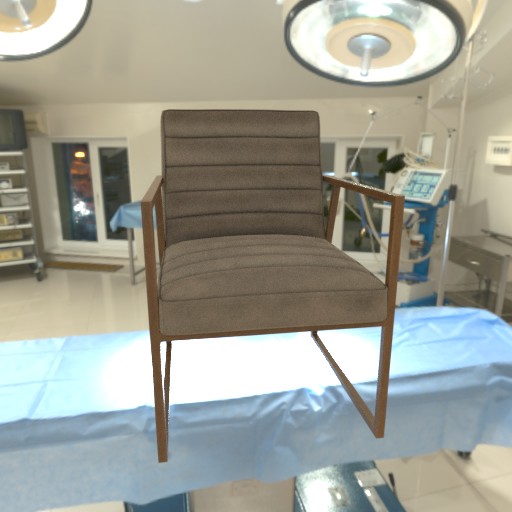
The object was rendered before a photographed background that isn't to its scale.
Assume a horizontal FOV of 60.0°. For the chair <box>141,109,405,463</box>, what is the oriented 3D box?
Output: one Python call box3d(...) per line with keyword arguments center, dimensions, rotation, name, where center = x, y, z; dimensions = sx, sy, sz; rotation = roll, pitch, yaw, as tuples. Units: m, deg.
box3d(center=(0.000, 0.000, 1.292), dimensions=(0.578, 0.843, 0.682), rotation=(-2, 15, -9), name="chair")
